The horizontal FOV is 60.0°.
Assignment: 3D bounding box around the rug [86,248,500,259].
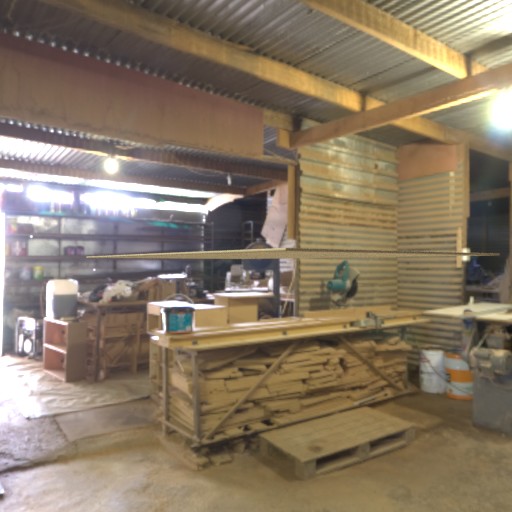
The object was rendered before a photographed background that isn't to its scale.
[{"bbox_3d":[0.000,0.000,2.936,1.524,0.011,2.438,1,-1,-36],"label":"rug"}]
